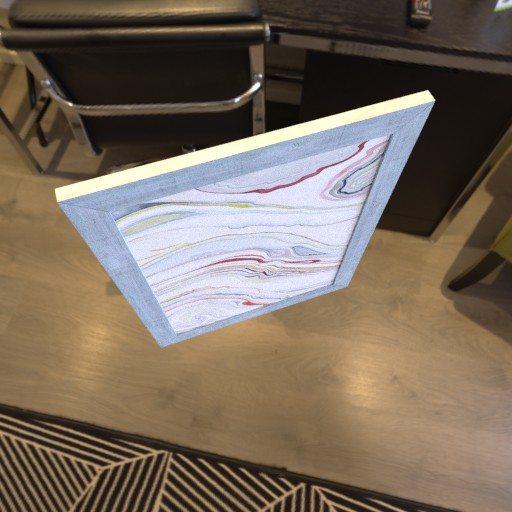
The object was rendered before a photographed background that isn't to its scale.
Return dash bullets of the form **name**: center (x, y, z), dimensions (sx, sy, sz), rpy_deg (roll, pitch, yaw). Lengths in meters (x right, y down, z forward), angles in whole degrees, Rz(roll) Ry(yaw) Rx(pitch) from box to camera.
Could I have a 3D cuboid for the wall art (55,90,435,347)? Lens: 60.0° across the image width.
- **wall art**: center (0.000, 0.000, 0.812), dimensions (0.481, 0.613, 0.020), rpy_deg (-17, 64, -8)
